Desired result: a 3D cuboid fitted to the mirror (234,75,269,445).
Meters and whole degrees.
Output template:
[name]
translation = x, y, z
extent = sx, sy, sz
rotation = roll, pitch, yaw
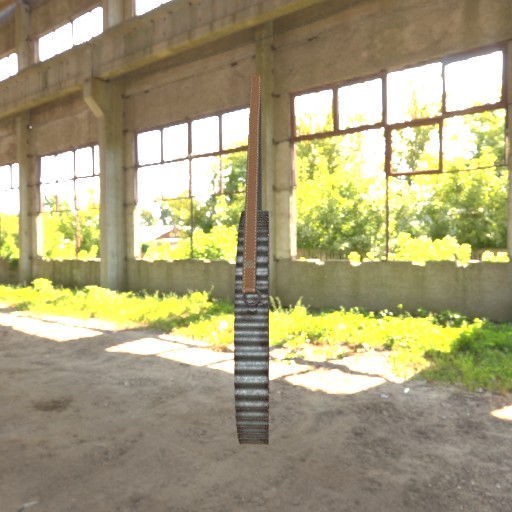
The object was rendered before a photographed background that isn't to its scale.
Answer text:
[mirror]
translation = 0.000, 0.000, 0.702
extent = 0.042, 0.568, 0.355
rotation = 0, 1, 2
